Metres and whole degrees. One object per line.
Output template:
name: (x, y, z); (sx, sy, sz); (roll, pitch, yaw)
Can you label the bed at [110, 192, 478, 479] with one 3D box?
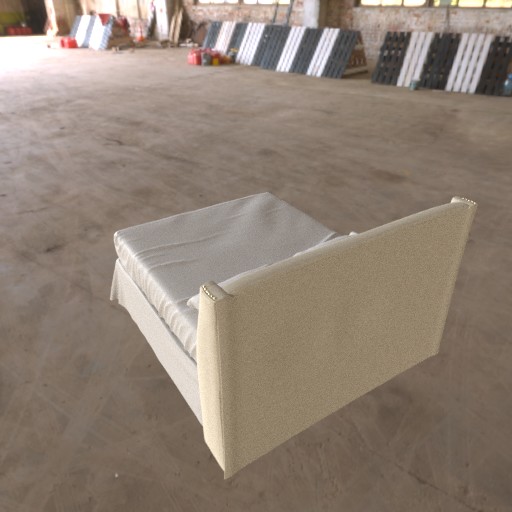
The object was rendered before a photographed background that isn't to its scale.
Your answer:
bed: (0.000, 0.000, 3.488); (1.925, 1.332, 2.276); (-18, 35, -28)
